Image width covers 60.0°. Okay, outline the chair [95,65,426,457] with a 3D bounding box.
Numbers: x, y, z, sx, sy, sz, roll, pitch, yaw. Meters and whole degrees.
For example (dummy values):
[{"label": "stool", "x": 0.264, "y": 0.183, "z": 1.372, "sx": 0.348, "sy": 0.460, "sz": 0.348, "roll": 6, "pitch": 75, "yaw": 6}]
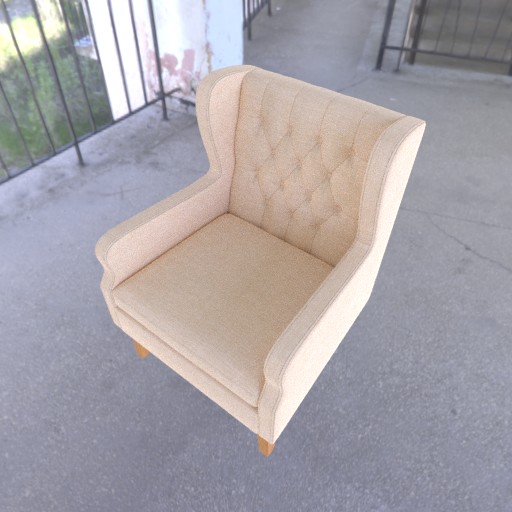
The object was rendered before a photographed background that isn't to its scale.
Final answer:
[{"label": "chair", "x": 0.000, "y": 0.000, "z": 1.456, "sx": 0.710, "sy": 0.930, "sz": 0.760, "roll": 29, "pitch": 52, "yaw": 26}]
